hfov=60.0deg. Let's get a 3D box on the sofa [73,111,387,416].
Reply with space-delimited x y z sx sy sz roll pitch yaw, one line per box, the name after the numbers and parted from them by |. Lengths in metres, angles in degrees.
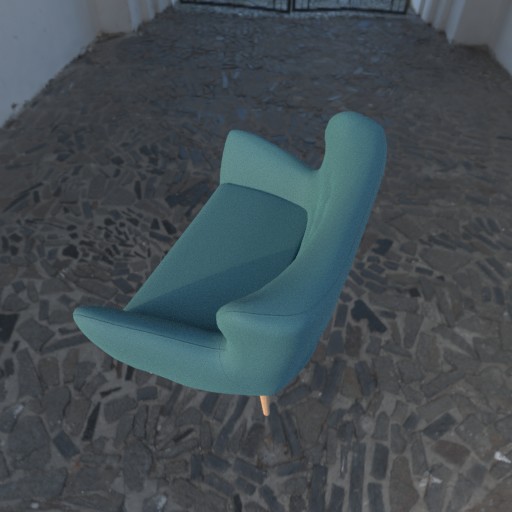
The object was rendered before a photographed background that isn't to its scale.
0.000 0.000 2.003 0.889 0.889 1.397 16 48 15 | sofa
